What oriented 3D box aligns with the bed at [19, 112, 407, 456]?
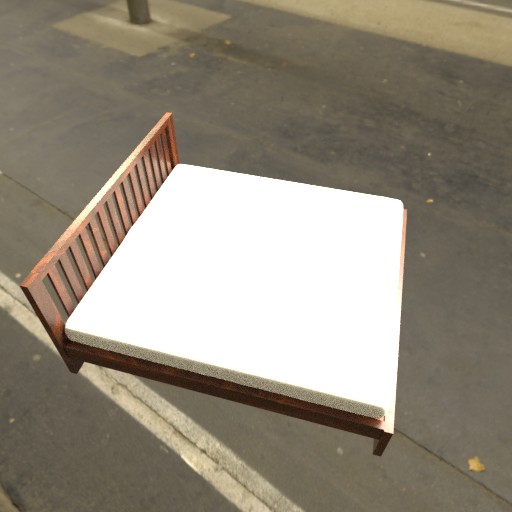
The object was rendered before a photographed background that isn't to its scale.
[{"bbox_3d":[0.000,0.000,3.077,2.030,0.890,1.905,11,47,11],"label":"bed"}]
